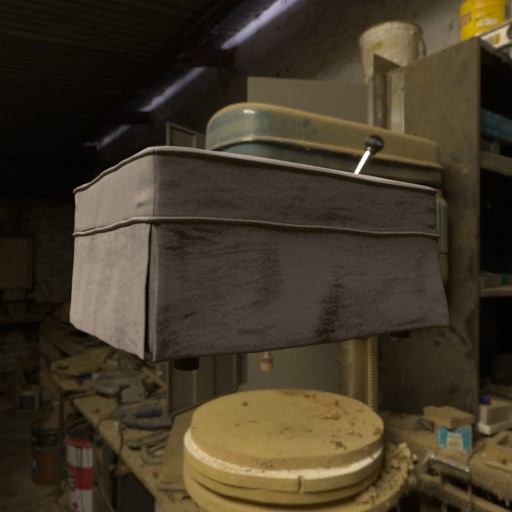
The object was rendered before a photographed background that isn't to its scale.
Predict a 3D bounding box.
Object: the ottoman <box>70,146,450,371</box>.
[{"bbox_3d":[0.000,0.000,1.319,0.944,0.479,0.703,1,-1,-34],"label":"ottoman"}]
